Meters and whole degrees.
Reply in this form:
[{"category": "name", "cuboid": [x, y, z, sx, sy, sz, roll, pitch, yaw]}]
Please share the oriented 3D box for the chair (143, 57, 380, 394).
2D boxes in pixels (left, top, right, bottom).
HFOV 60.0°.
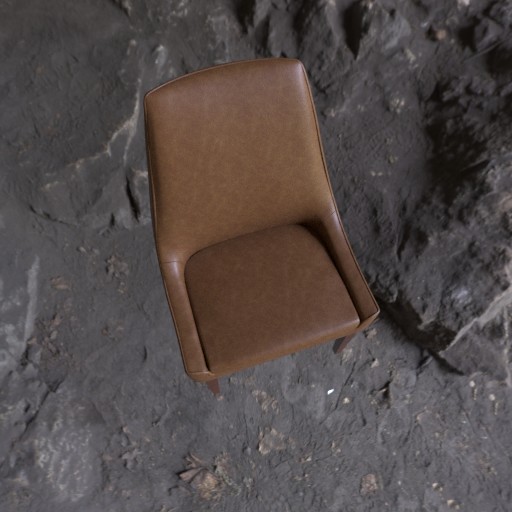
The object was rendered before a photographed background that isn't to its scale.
[{"category": "chair", "cuboid": [0.000, 0.000, 1.226, 0.529, 0.861, 0.544, -16, 64, -8]}]
